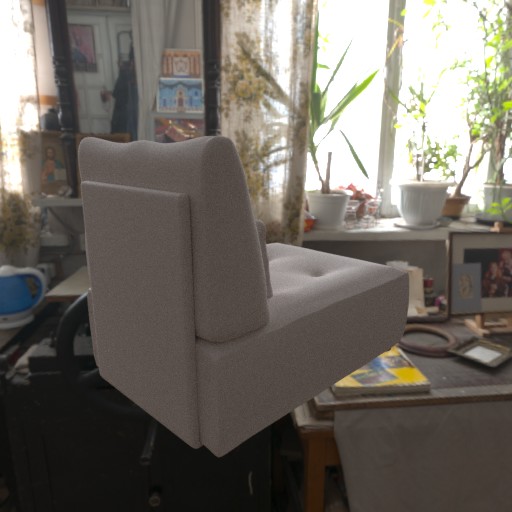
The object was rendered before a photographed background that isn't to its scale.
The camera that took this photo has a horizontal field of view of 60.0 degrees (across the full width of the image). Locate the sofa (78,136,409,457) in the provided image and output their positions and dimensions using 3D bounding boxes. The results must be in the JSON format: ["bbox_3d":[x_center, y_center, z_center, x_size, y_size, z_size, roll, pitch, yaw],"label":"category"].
[{"bbox_3d":[0.000,0.000,1.587,1.000,0.820,0.700,-14,20,-43],"label":"sofa"}]
